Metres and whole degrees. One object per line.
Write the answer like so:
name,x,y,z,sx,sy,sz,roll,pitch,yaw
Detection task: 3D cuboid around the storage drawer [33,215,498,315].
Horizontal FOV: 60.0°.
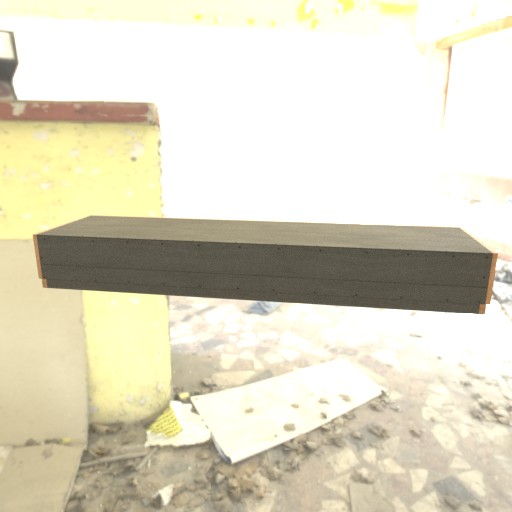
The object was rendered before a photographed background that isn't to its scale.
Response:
storage drawer,0.000,0.000,2.203,2.032,0.264,0.538,3,16,9
